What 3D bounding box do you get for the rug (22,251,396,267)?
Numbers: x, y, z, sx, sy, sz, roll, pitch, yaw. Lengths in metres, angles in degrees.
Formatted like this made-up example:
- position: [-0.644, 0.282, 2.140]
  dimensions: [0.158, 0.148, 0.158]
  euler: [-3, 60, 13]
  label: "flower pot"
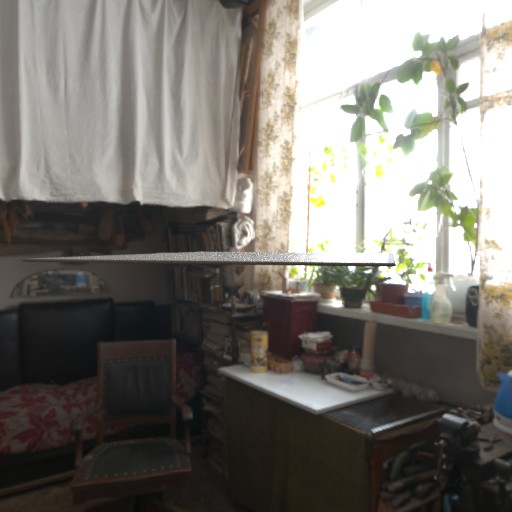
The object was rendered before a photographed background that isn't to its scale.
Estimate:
- position: [0.000, 0.000, 4.092]
  dimensions: [2.434, 0.032, 3.007]
  euler: [0, 2, 17]
  label: "rug"
